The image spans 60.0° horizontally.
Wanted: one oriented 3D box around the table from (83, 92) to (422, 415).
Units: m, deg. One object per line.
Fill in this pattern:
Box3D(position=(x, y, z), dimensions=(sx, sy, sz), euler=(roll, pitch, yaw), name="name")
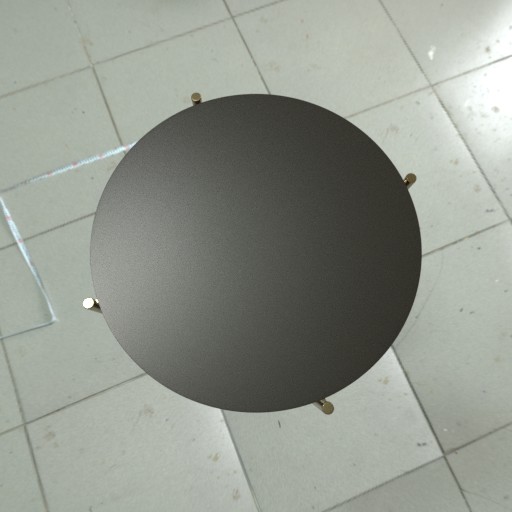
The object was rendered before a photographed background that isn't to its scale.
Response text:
Box3D(position=(0.000, 0.000, 1.451), dimensions=(0.938, 0.400, 0.938), euler=(37, 78, 9), name="table")
